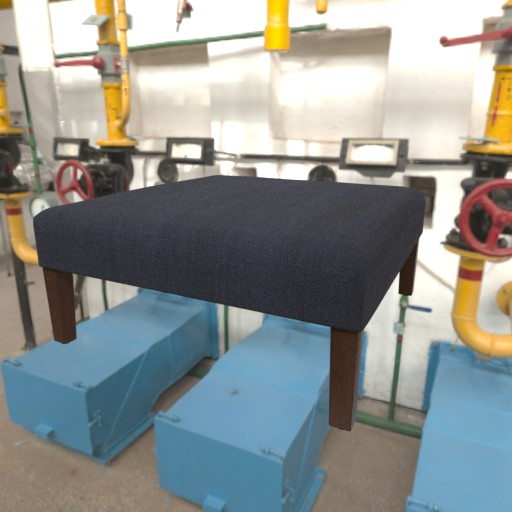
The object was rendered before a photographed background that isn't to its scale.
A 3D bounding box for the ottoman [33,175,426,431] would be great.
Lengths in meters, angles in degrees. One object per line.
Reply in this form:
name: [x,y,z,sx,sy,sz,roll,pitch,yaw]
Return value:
ottoman: [0.000,0.000,1.399,0.889,0.411,0.890,8,19,26]
